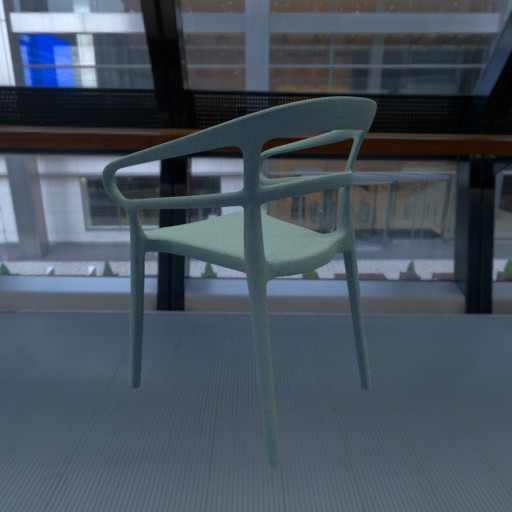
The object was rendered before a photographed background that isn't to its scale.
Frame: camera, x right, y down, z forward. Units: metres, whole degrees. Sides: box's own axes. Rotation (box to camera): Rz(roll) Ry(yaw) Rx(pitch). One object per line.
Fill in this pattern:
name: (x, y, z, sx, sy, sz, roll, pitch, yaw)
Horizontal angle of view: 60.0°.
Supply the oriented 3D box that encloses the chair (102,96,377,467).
chair: (0.000, 0.000, 1.146, 0.527, 0.761, 0.559, 16, 24, 41)
